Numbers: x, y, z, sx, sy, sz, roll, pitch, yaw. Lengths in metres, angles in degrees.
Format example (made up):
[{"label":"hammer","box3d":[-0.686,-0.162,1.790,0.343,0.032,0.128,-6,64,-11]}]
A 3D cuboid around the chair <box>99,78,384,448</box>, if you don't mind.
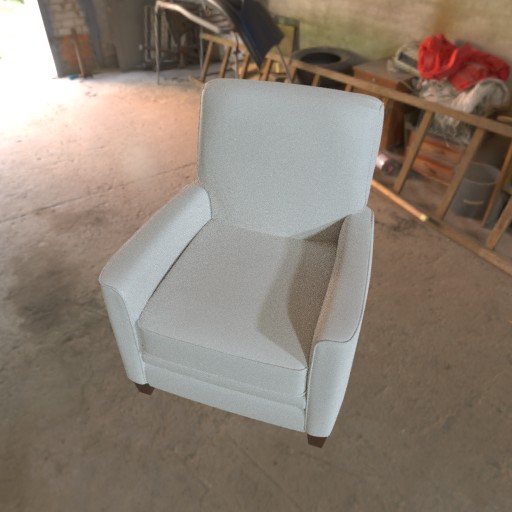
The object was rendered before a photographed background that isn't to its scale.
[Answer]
[{"label":"chair","box3d":[0.000,0.000,1.646,0.841,1.028,0.858,12,41,14]}]
